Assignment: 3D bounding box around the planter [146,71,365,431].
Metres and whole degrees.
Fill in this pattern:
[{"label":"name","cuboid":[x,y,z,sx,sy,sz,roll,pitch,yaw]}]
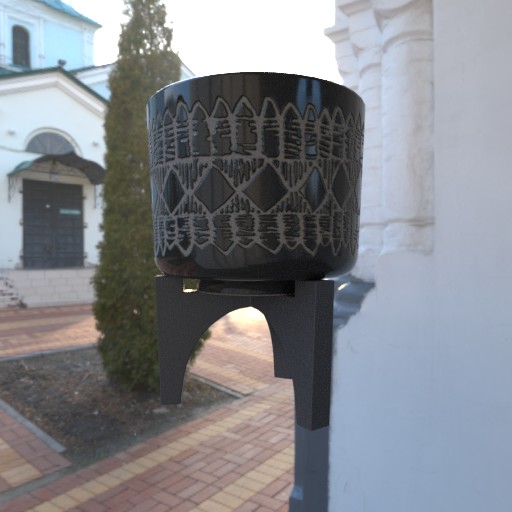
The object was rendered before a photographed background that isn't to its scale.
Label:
[{"label":"planter","cuboid":[0.000,0.000,0.410,0.196,0.264,0.196,-1,1,-35]}]
